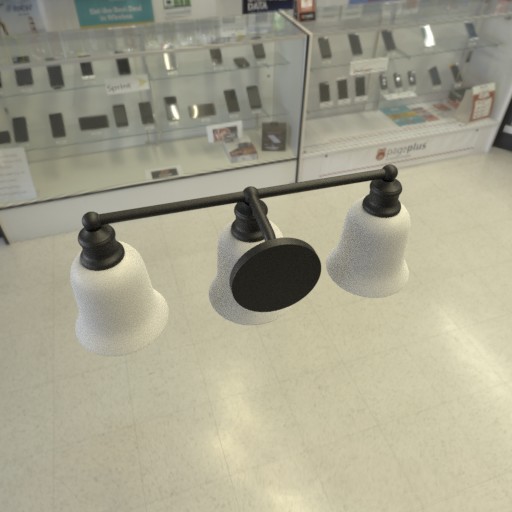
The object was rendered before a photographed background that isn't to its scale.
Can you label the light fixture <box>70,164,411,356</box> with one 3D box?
[{"bbox_3d":[0.000,0.000,0.657,0.570,0.211,0.198,-11,44,-11],"label":"light fixture"}]
